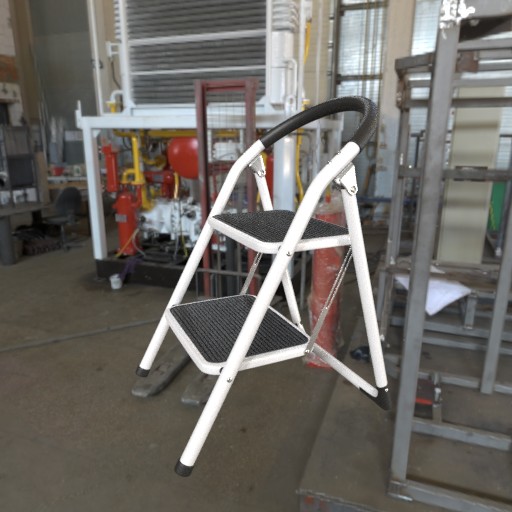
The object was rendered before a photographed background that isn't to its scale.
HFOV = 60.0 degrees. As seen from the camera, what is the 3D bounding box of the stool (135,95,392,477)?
[{"bbox_3d":[0.000,0.000,1.092,0.559,0.760,0.453,-7,17,-24],"label":"stool"}]
